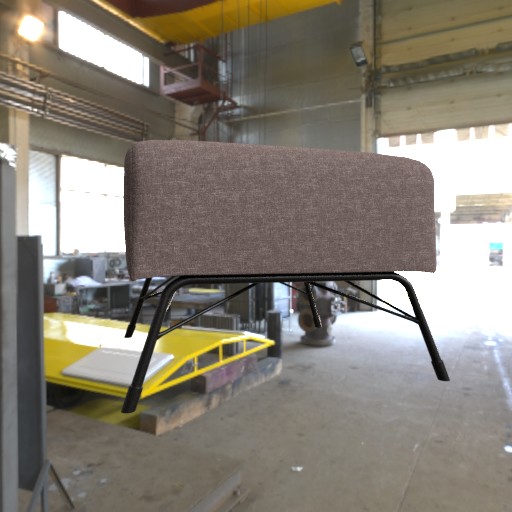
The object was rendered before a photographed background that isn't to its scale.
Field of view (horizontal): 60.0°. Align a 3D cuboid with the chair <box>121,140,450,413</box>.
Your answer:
[{"bbox_3d":[0.000,0.000,0.917,0.530,0.410,0.530,0,1,-16],"label":"chair"}]
